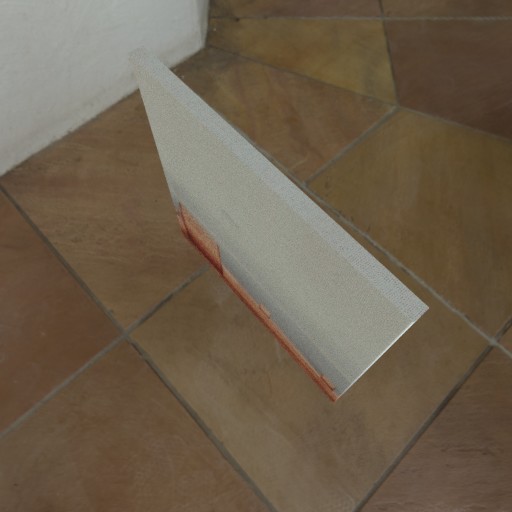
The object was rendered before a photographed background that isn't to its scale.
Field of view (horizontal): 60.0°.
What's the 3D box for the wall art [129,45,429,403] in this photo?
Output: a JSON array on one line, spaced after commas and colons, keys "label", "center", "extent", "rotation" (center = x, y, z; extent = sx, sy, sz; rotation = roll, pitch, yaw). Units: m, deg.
[{"label": "wall art", "center": [0.000, 0.000, 0.600], "extent": [0.023, 0.405, 0.405], "rotation": [-37, 69, -17]}]
